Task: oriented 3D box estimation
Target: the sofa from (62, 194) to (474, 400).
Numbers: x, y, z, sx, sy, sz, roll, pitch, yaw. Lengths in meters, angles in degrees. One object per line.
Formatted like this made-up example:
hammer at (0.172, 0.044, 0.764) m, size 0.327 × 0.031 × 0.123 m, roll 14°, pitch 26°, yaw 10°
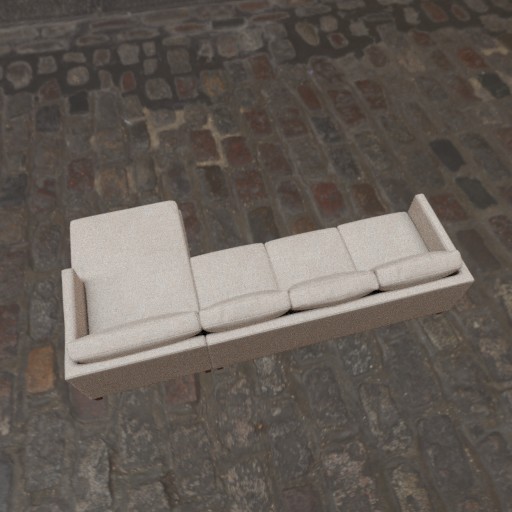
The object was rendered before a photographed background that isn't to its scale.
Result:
sofa at (0.000, 0.000, 3.918) m, size 3.186 × 0.846 × 1.625 m, roll -12°, pitch 59°, yaw -8°
